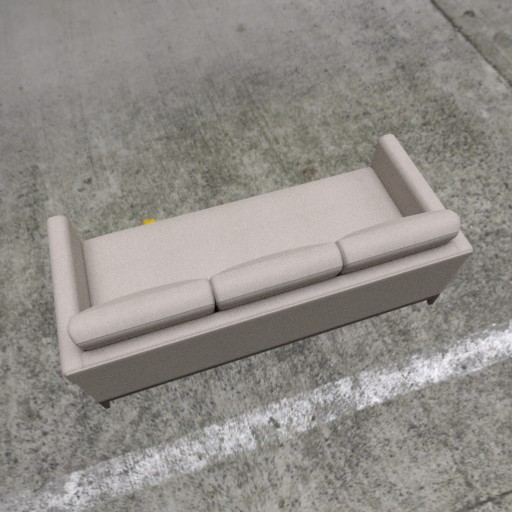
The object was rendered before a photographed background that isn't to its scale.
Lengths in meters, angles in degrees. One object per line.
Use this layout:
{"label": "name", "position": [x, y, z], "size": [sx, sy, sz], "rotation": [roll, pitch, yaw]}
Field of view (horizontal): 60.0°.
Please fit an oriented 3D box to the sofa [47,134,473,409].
{"label": "sofa", "position": [0.000, 0.000, 2.654], "size": [2.210, 0.838, 0.959], "rotation": [-16, 59, -10]}
